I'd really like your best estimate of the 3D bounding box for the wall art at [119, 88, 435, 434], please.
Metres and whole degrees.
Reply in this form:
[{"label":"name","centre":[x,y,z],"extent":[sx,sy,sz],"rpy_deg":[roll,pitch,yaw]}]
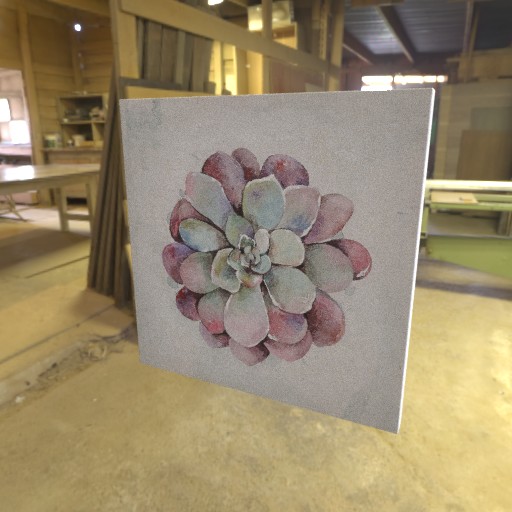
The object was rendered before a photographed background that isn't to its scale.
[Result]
[{"label":"wall art","centre":[0.000,0.000,0.886],"extent":[0.605,0.605,0.044],"rpy_deg":[7,17,25]}]
